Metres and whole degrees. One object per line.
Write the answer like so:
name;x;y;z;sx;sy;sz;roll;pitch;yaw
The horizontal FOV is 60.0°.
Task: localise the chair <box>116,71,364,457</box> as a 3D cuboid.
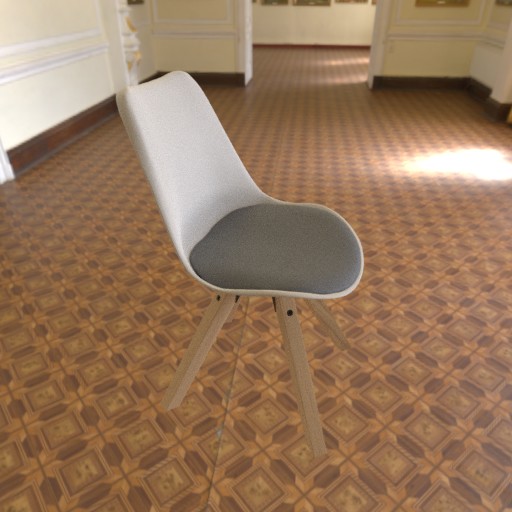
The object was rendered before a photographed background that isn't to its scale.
chair;0.000;0.000;1.162;0.550;0.850;0.485;10;33;16
